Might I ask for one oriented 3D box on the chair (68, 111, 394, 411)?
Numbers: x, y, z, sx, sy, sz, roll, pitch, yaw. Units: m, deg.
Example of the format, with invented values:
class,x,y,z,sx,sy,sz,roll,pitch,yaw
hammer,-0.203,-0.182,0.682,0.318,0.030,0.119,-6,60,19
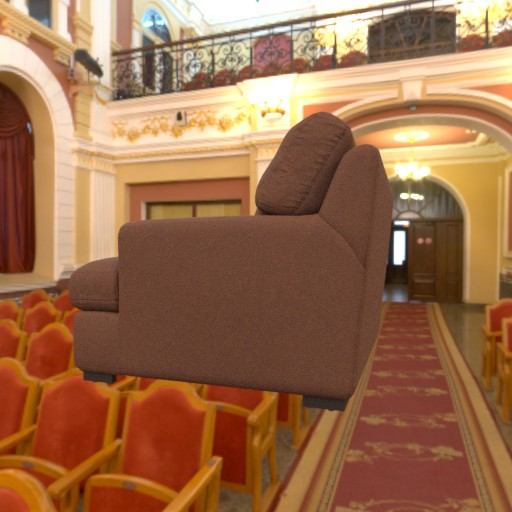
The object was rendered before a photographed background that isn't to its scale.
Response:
class,x,y,z,sx,sy,sz,roll,pitch,yaw
chair,0.000,0.000,1.990,1.143,0.940,1.168,0,1,19
